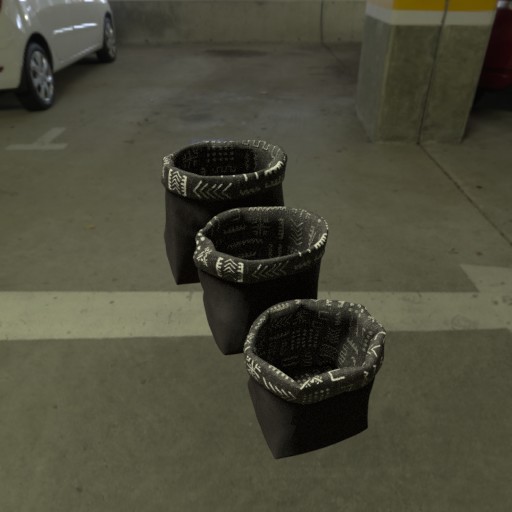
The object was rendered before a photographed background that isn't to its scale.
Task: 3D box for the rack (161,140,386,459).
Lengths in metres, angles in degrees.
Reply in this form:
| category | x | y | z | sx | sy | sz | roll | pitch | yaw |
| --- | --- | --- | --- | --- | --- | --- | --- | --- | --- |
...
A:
| category | x | y | z | sx | sy | sz | roll | pitch | yaw |
| --- | --- | --- | --- | --- | --- | --- | --- | --- | --- |
| rack | 0.000 | 0.000 | 1.092 | 0.379 | 0.323 | 0.905 | -10 | 34 | -15 |
